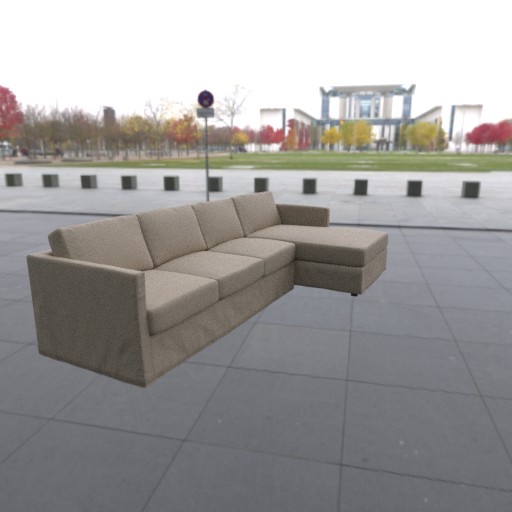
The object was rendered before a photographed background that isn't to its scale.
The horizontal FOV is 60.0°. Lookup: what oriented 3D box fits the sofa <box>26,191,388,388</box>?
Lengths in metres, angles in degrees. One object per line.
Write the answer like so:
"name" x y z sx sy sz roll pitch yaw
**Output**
"sofa" 0.000 0.000 3.849 1.622 0.867 3.177 7 15 27
